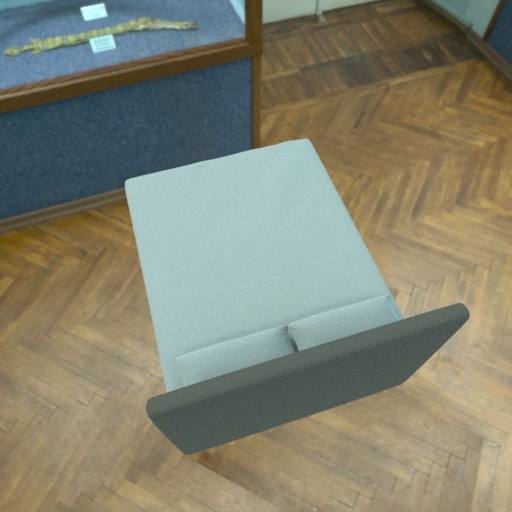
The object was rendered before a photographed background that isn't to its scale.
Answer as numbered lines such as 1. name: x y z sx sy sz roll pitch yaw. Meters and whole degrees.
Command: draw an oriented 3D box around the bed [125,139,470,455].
1. bed: 0.000 0.000 3.206 1.748 1.330 2.142 -15 60 -9
